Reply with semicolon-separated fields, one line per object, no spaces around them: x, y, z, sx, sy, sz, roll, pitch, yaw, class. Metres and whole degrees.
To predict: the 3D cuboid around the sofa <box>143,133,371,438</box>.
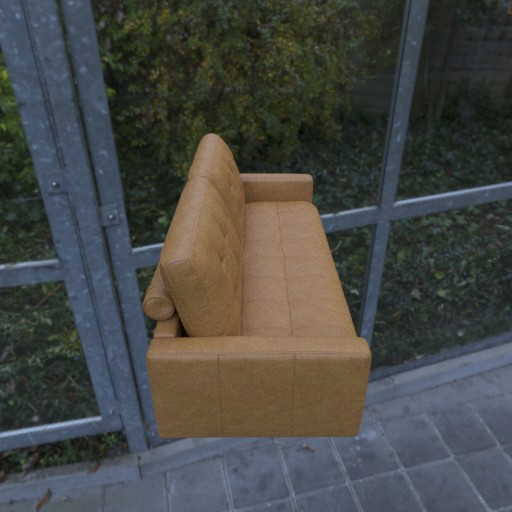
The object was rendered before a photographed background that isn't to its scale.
0.000;0.000;2.343;0.850;0.898;1.821;0;30;0;sofa
